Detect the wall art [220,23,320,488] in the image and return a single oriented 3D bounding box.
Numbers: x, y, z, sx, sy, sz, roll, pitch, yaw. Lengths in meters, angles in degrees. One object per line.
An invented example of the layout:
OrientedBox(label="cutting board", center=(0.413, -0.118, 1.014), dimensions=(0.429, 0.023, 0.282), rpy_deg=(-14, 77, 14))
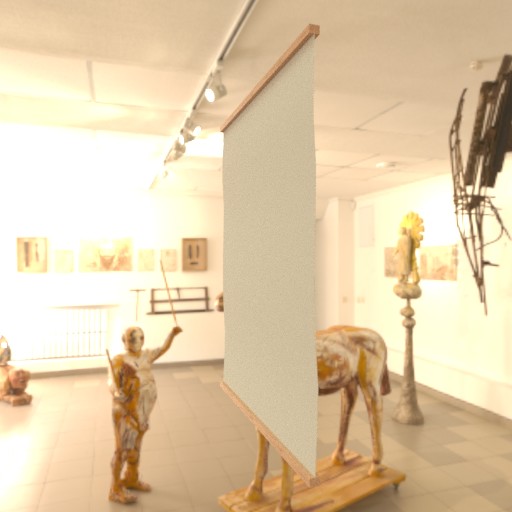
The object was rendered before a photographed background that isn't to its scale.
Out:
OrientedBox(label="wall art", center=(0.000, 0.000, 0.679), dimensions=(0.013, 0.508, 0.406), rpy_deg=(0, 0, -19))
